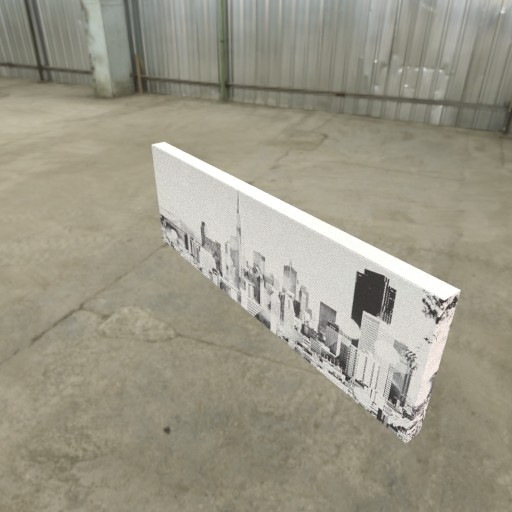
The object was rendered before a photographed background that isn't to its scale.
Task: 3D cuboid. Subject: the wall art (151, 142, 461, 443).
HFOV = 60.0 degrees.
[{"bbox_3d":[0.000,0.000,0.848,0.036,0.256,0.766,-21,37,-31],"label":"wall art"}]
